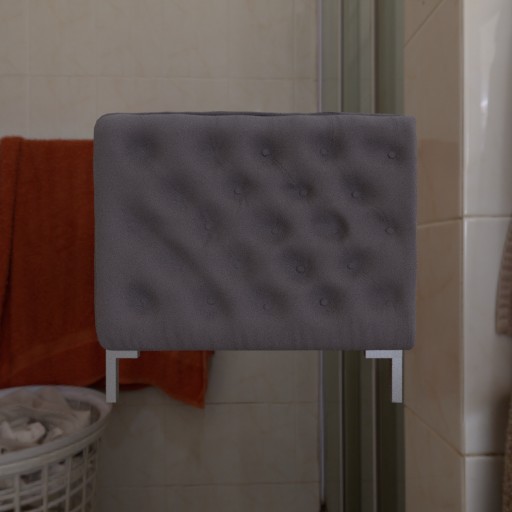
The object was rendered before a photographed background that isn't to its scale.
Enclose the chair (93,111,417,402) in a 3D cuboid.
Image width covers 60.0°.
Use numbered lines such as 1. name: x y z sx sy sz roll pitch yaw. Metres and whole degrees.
1. chair: 0.000 0.000 1.630 0.913 0.807 0.946 0 1 0
